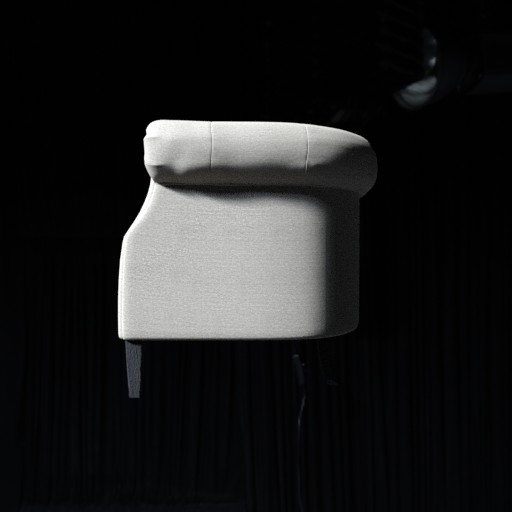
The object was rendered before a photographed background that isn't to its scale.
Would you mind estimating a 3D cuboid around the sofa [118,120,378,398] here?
[{"bbox_3d":[0.000,0.000,2.004,0.835,0.827,1.558,0,1,0],"label":"sofa"}]
